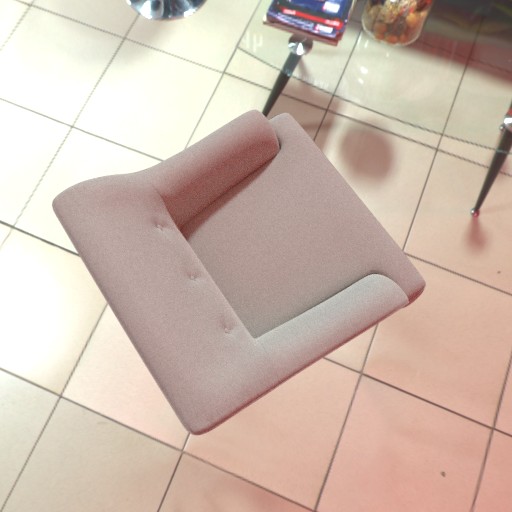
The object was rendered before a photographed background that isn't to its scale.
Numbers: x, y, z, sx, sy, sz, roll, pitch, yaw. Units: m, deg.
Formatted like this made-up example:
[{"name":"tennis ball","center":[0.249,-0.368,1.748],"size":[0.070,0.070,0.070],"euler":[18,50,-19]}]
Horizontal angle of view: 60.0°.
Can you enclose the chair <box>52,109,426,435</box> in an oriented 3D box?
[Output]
[{"name":"chair","center":[0.000,0.000,1.659],"size":[0.951,0.818,0.946],"euler":[-34,77,-9]}]
